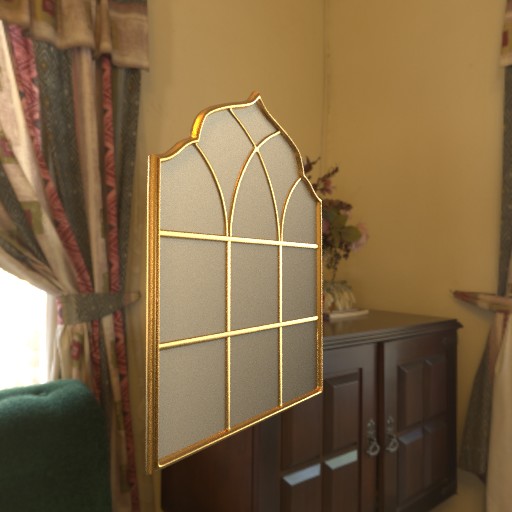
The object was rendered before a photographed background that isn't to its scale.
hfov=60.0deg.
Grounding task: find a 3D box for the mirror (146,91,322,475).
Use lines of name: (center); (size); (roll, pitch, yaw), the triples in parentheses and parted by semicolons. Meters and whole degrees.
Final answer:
mirror: (0.000, 0.000, 0.843); (0.018, 0.635, 0.513); (-1, -2, 36)
